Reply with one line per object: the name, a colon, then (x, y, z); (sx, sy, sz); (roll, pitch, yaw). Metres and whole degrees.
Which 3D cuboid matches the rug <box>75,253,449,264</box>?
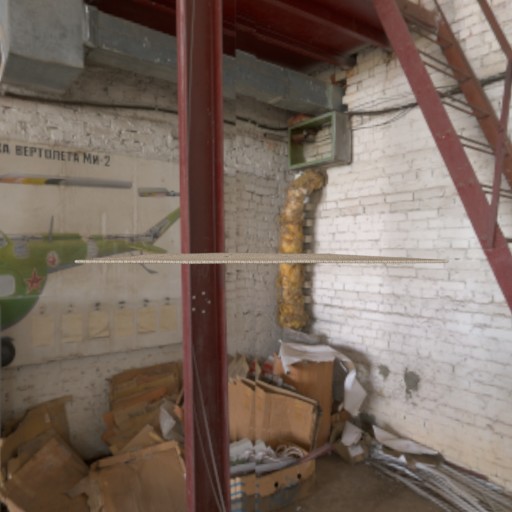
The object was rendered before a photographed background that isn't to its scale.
rug: (0.000, 0.000, 1.032); (0.511, 0.008, 0.869); (0, 1, -1)
